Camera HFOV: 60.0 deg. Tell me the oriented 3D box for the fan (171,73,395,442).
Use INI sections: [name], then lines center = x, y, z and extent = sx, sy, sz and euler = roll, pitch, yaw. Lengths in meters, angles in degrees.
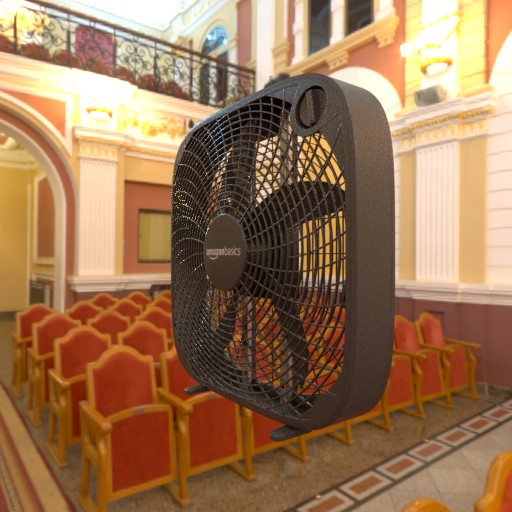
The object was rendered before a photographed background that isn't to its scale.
[fan]
center = 0.000, 0.000, 0.785
extent = 0.142, 0.533, 0.526
euler = 0, 0, -36
